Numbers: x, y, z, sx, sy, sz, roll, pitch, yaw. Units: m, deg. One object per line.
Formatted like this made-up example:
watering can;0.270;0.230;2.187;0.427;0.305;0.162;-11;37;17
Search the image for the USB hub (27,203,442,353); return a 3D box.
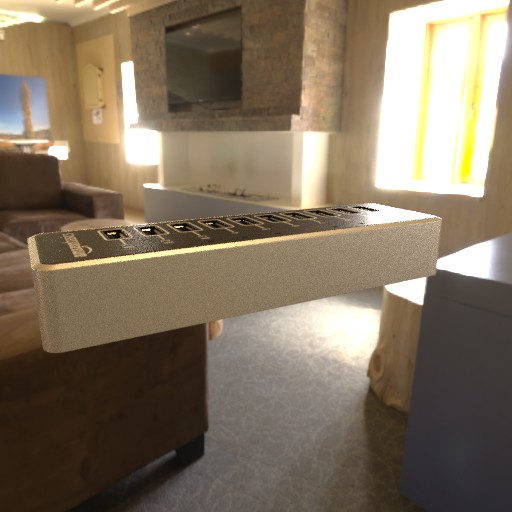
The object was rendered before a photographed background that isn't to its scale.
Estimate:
USB hub;0.000;0.000;0.161;0.145;0.023;0.044;-8;17;-27
